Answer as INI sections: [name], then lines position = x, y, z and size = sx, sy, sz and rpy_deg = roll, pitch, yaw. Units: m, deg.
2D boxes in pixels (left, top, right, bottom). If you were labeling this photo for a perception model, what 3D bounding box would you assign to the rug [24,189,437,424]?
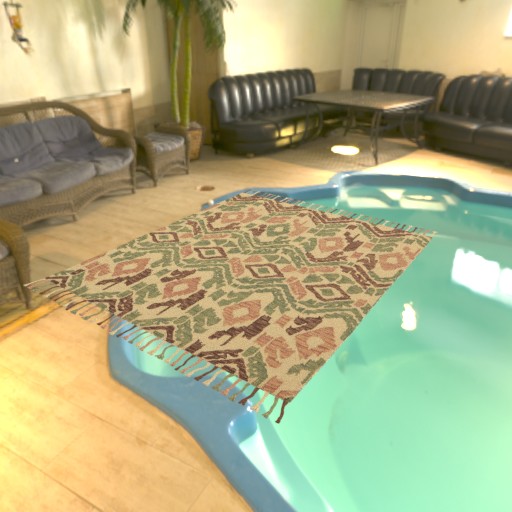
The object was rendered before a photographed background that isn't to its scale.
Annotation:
[rug]
position = 0.000, 0.000, 4.021
size = 2.438, 0.010, 3.048
rpy_deg = 18, 32, 31
